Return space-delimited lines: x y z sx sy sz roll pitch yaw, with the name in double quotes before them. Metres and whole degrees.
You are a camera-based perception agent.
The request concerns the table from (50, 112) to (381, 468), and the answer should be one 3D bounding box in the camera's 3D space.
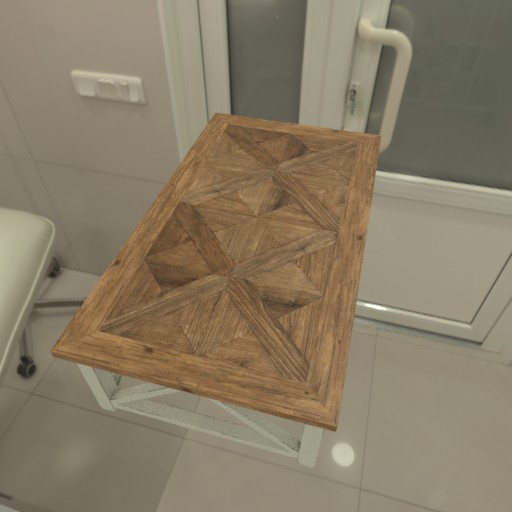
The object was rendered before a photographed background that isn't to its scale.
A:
"table" 0.000 0.000 1.772 0.800 0.410 1.400 11 47 11
